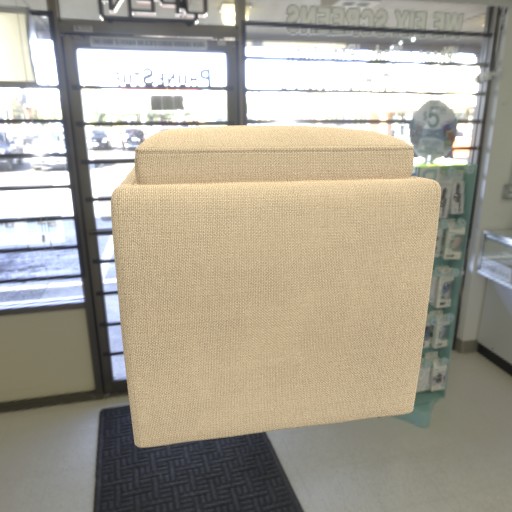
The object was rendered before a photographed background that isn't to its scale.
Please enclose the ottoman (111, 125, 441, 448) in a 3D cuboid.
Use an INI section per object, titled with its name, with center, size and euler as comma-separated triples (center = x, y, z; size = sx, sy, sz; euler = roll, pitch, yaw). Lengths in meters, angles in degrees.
[ottoman]
center = 0.000, 0.000, 0.812
size = 0.450, 0.460, 0.451
euler = -3, 17, -10
